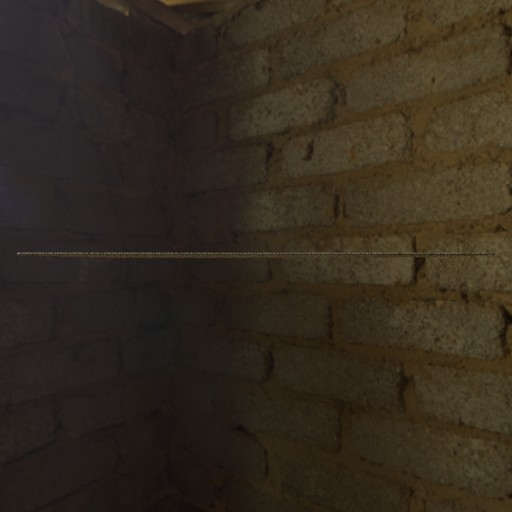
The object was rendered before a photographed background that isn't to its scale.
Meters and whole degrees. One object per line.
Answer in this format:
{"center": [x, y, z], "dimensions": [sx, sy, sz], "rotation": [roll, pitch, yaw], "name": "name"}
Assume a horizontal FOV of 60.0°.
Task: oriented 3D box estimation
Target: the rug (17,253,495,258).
{"center": [0.000, 0.000, 2.181], "dimensions": [1.758, 0.010, 1.143], "rotation": [0, -1, 0], "name": "rug"}
